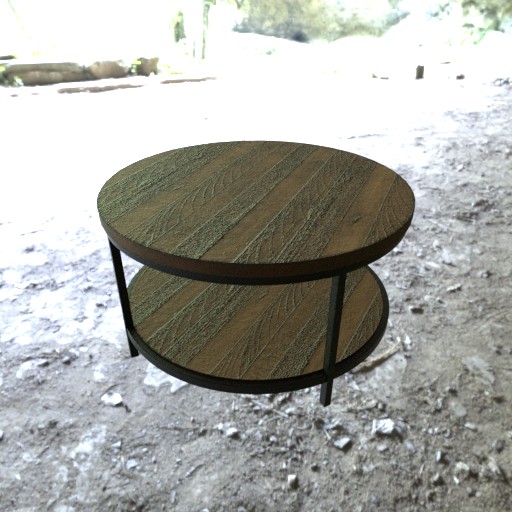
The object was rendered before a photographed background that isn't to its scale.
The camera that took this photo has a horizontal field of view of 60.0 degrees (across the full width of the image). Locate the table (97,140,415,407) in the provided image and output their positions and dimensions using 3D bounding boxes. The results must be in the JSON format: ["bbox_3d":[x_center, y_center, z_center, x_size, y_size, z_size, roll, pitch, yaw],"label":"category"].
[{"bbox_3d":[0.000,0.000,1.335,0.837,0.462,0.837,0,31,0],"label":"table"}]
